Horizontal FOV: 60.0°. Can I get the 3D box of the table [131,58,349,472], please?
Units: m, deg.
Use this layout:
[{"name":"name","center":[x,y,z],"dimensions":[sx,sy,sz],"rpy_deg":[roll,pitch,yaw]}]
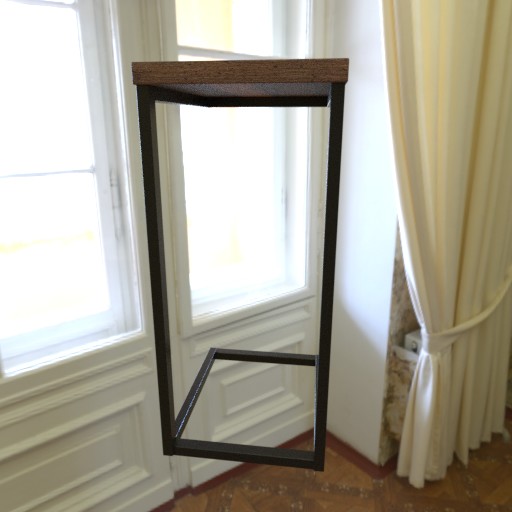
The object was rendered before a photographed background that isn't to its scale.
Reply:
[{"name":"table","center":[0.000,0.000,0.942],"dimensions":[0.323,0.718,0.414],"rpy_deg":[2,17,8]}]
